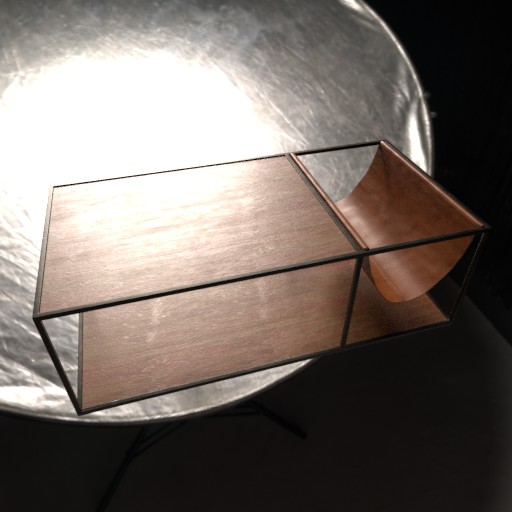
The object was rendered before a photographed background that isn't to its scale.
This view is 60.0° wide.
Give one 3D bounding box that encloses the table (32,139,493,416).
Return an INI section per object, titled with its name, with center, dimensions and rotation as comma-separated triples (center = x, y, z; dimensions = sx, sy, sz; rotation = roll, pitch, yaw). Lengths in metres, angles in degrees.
[table]
center = 0.000, 0.000, 1.449
dimensions = 1.199, 0.403, 0.597
rotation = -11, 41, -13
